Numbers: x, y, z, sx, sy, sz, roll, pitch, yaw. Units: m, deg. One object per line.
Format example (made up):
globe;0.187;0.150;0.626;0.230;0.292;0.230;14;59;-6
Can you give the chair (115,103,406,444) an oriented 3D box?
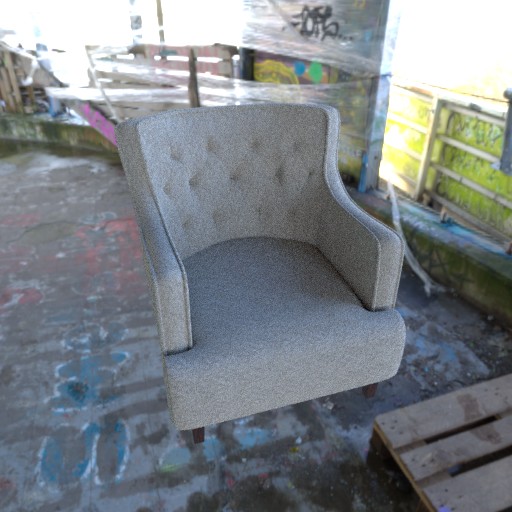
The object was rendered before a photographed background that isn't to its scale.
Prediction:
chair;0.000;0.000;1.649;0.820;0.920;0.910;-9;32;-15
